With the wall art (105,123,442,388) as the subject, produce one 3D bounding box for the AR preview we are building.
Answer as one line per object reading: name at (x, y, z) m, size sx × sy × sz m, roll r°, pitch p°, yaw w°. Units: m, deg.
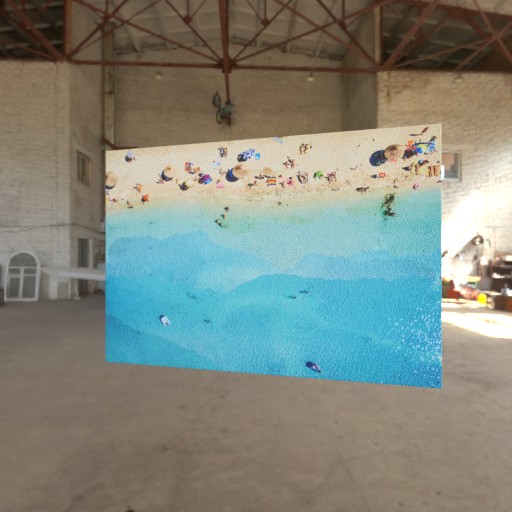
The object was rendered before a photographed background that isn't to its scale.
wall art at (0.000, 0.000, 1.468) m, size 1.136 × 0.769 × 0.040 m, roll 0°, pitch 0°, yaw 17°
